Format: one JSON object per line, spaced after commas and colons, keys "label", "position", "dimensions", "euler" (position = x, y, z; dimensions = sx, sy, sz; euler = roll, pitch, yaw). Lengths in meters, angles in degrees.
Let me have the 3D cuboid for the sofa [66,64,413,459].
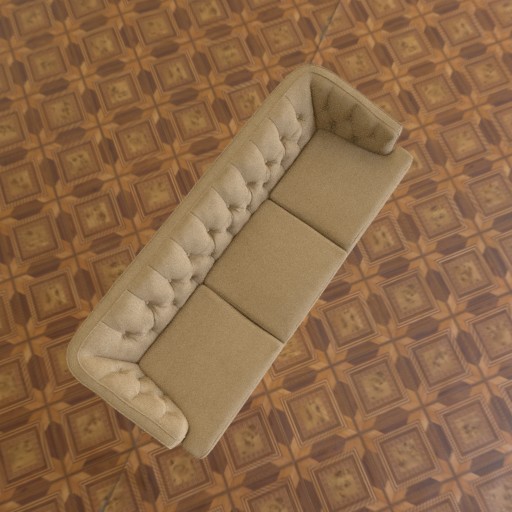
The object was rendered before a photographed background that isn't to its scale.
{"label": "sofa", "position": [0.000, 0.000, 2.713], "dimensions": [0.913, 0.788, 2.235], "euler": [35, 79, 8]}
